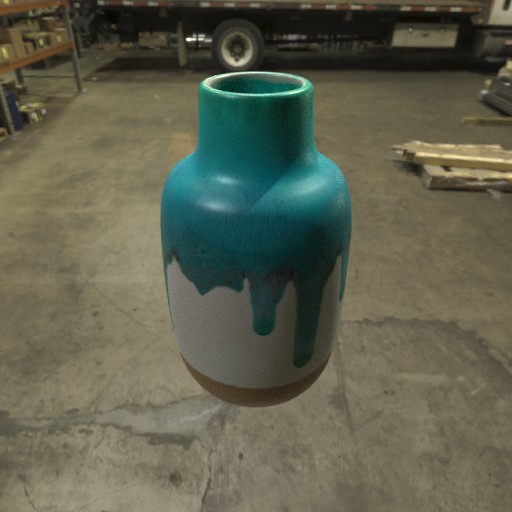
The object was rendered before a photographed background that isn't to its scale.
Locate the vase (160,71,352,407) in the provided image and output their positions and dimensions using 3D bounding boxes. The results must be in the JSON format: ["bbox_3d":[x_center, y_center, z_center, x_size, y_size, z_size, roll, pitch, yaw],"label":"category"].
[{"bbox_3d":[0.000,0.000,0.257,0.106,0.192,0.106,0,33,0],"label":"vase"}]
